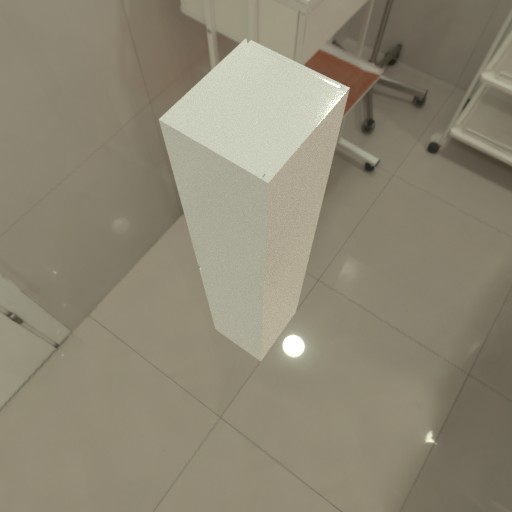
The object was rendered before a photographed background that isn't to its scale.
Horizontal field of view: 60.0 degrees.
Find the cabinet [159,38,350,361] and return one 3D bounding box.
[{"bbox_3d":[0.000,0.000,1.537,0.270,1.400,0.300,33,68,15],"label":"cabinet"}]
